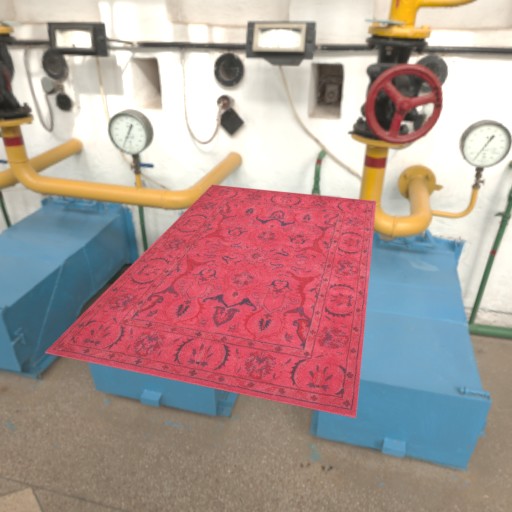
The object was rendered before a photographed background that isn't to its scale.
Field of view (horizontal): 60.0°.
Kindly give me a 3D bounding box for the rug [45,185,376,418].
[{"bbox_3d":[0.000,0.000,3.059,1.534,0.010,2.423,8,31,13],"label":"rug"}]
